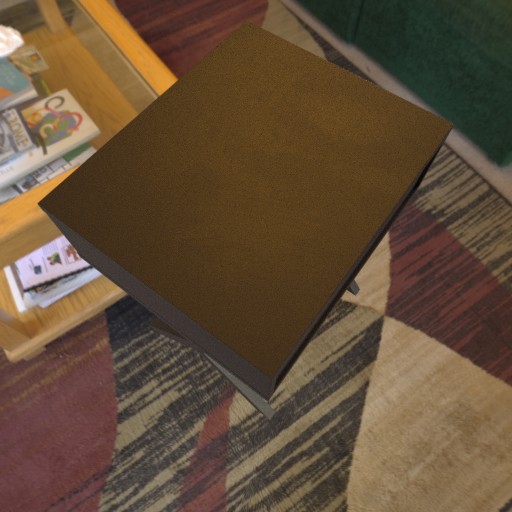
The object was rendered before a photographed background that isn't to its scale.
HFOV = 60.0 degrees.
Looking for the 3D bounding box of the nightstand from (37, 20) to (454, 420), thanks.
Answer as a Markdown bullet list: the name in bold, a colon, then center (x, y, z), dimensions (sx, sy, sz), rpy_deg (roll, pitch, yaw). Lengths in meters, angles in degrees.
- **nightstand**: center (0.000, 0.000, 0.925), dimensions (0.402, 0.623, 0.479), rpy_deg (34, 68, 15)
